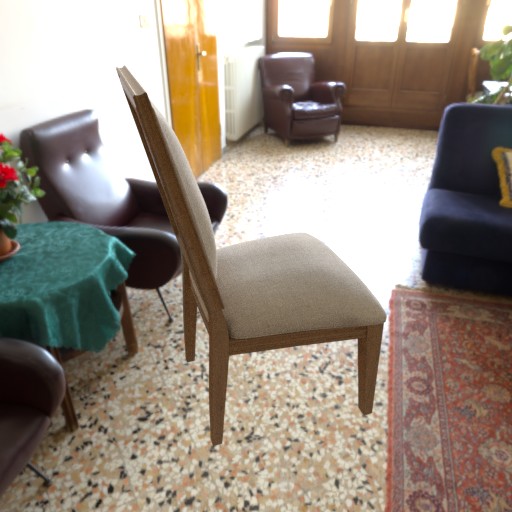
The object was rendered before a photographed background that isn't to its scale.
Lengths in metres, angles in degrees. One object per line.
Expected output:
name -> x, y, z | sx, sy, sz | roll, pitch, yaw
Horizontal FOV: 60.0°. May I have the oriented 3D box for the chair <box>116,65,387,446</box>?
chair -> 0.000, 0.000, 1.270 | 0.601, 0.988, 0.536 | -10, 31, -17
